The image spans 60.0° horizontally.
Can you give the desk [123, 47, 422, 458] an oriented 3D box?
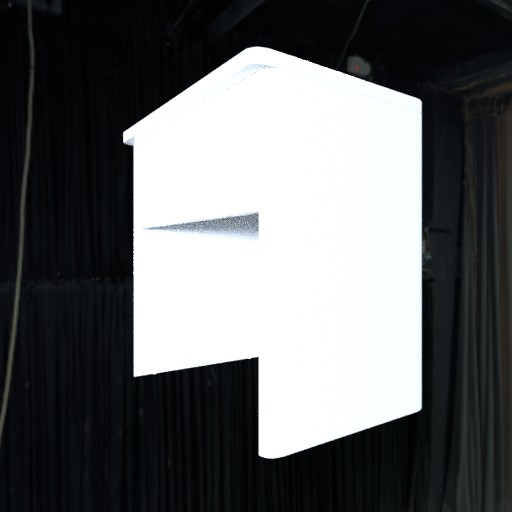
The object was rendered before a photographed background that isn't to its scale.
[{"bbox_3d":[0.000,0.000,1.301,0.549,0.800,0.762,0,0,-35],"label":"desk"}]
